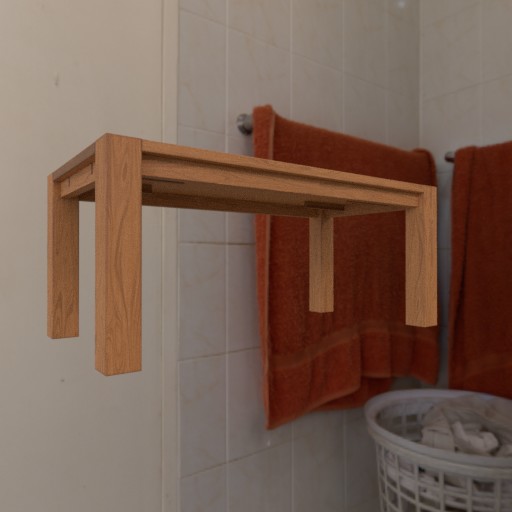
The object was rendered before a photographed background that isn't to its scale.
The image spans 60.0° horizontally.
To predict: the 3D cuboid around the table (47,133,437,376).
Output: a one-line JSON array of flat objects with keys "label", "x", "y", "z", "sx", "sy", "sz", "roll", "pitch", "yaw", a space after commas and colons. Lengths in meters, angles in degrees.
[{"label": "table", "x": 0.000, "y": 0.000, "z": 2.269, "sx": 1.800, "sy": 0.760, "sz": 0.900, "roll": 0, "pitch": 0, "yaw": -36}]
